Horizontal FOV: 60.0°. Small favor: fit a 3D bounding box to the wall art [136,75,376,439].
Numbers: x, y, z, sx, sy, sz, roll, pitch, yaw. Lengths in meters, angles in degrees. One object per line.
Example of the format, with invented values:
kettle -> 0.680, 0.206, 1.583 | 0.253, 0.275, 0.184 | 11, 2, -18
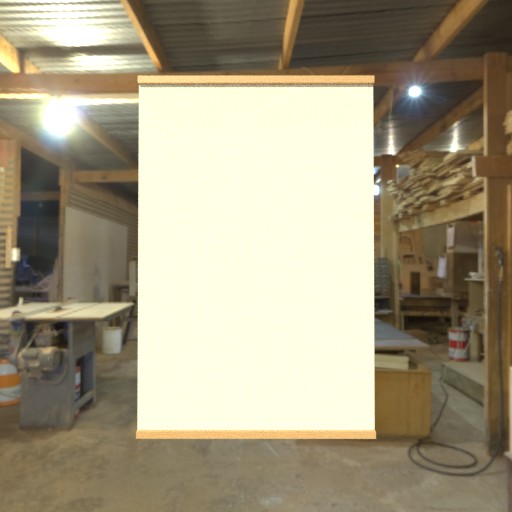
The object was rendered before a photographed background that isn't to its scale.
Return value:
wall art -> 0.000, 0.000, 1.863 | 0.991, 1.510, 0.040 | 0, -1, 0
